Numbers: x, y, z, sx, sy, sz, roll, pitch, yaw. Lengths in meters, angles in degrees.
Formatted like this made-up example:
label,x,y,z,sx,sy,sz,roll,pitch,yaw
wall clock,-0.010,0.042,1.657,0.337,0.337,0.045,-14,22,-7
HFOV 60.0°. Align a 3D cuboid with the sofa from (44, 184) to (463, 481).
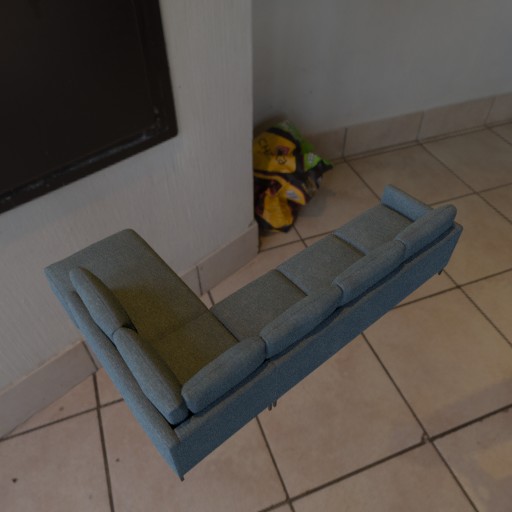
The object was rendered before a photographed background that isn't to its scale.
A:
label,x,y,z,sx,sy,sz,roll,pitch,yaw
sofa,0.000,0.000,3.760,2.949,0.815,2.007,-30,53,-26
